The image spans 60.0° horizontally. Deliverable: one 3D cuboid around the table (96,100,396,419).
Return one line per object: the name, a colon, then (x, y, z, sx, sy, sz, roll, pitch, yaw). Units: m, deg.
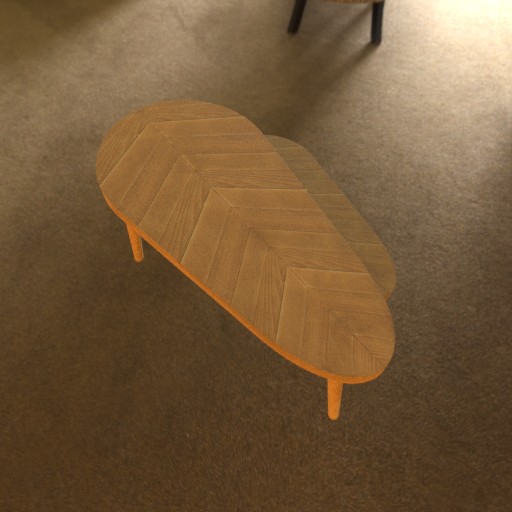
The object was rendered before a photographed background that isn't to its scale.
table: (0.000, 0.000, 1.589, 0.701, 0.595, 1.190, -33, 63, -19)
